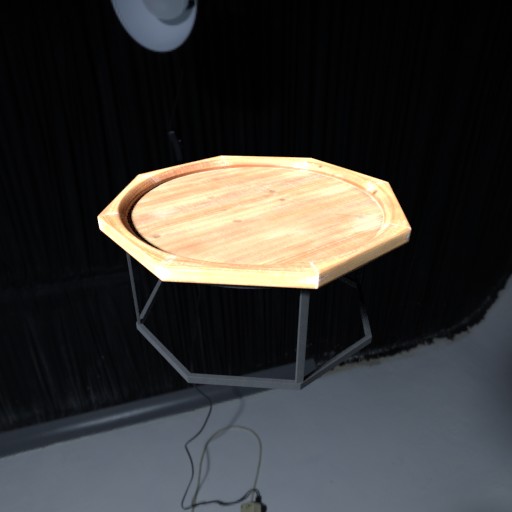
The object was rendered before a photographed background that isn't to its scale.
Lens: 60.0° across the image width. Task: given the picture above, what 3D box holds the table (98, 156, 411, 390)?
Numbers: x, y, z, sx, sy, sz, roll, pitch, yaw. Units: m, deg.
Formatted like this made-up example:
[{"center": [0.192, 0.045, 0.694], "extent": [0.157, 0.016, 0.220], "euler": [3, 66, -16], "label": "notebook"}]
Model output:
[{"center": [0.000, 0.000, 1.575], "extent": [1.002, 0.444, 1.002], "euler": [0, 29, 0], "label": "table"}]
